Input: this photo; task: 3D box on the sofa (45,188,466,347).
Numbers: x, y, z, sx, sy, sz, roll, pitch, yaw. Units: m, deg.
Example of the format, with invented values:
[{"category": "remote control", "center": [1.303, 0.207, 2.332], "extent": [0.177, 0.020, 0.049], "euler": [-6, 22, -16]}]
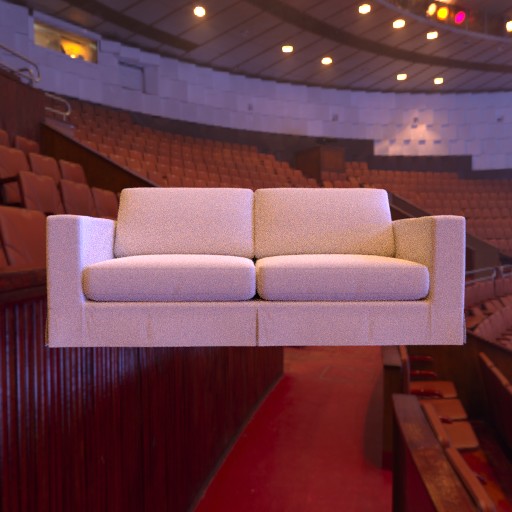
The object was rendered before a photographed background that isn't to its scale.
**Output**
[{"category": "sofa", "center": [0.000, 0.000, 2.708], "extent": [2.163, 0.881, 0.954], "euler": [0, 2, -1]}]
